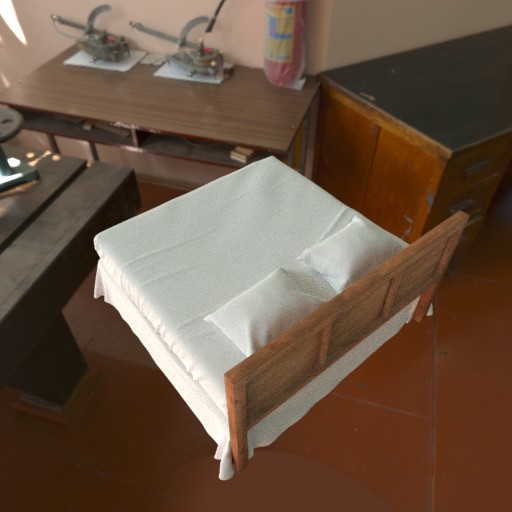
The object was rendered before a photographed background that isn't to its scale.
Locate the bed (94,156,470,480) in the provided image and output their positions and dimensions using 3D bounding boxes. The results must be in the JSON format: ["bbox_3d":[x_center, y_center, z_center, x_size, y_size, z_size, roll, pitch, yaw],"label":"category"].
[{"bbox_3d":[0.000,0.000,3.553,2.255,1.158,2.165,-30,52,-27],"label":"bed"}]
